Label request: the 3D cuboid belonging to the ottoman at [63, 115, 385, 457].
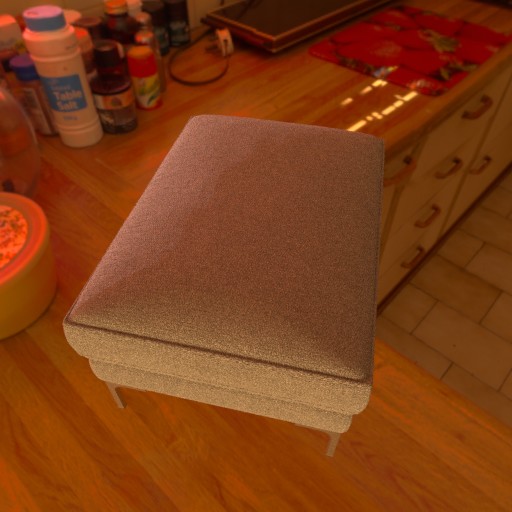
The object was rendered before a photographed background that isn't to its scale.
[{"bbox_3d":[0.000,0.000,1.150,0.583,0.464,0.785,9,48,9],"label":"ottoman"}]
